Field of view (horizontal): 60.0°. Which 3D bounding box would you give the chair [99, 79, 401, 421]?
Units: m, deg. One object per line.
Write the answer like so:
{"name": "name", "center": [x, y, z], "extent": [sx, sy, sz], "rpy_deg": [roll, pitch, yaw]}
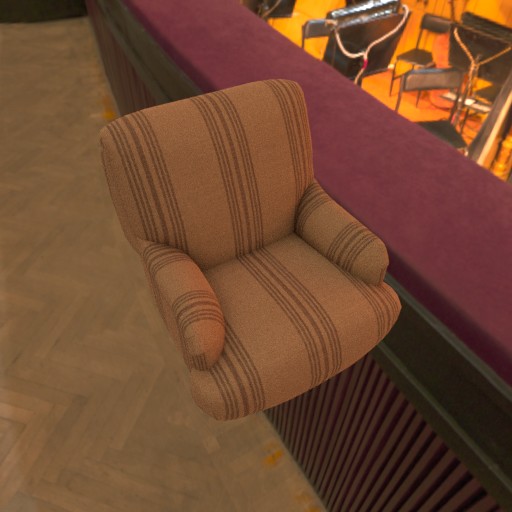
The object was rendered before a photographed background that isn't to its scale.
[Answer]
{"name": "chair", "center": [0.000, 0.000, 1.623], "extent": [0.813, 0.940, 0.914], "rpy_deg": [-22, 50, -20]}
